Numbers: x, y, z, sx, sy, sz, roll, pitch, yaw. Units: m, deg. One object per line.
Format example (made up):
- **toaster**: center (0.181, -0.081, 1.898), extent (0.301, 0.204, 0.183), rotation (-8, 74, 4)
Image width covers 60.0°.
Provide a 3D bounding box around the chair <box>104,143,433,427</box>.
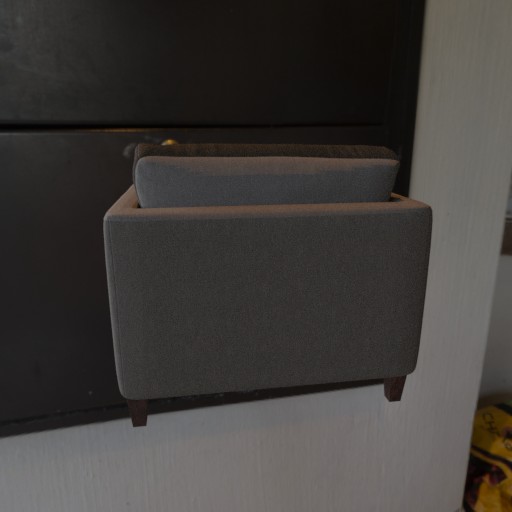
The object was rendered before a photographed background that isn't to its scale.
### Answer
- **chair**: center (0.000, 0.000, 1.919), extent (1.107, 0.963, 0.959), rotation (-2, 16, -9)
